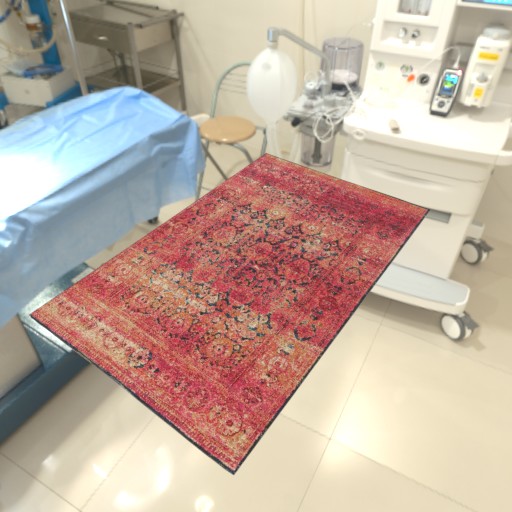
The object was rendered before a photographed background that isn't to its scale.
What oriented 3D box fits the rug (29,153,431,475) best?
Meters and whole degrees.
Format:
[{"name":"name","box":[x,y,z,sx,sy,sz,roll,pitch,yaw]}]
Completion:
[{"name":"rug","box":[0.000,0.000,3.000,1.539,0.018,2.449,26,47,26]}]
